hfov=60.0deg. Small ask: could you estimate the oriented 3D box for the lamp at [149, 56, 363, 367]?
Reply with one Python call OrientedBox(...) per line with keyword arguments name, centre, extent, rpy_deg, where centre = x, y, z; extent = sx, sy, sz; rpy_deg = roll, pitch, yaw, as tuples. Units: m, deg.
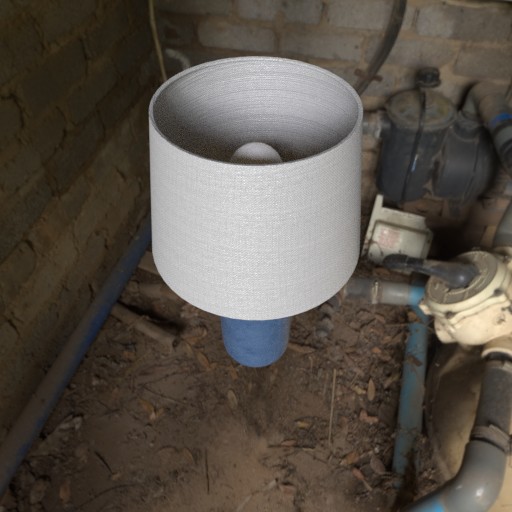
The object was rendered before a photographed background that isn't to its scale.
OrientedBox(name="lamp", centre=(0.000, 0.000, 0.575), extent=(0.253, 0.428, 0.253), rpy_deg=(0, 48, 0))
